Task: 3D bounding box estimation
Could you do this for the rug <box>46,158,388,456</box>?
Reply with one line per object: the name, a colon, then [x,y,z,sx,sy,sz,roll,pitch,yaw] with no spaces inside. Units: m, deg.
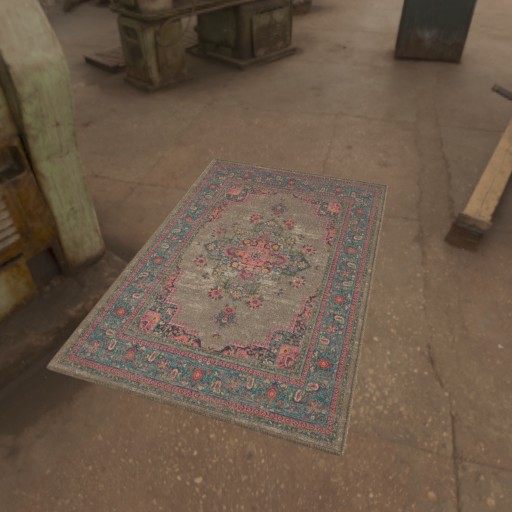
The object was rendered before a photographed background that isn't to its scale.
rug: [0.000,0.000,2.199,1.144,0.014,1.748,12,42,13]
